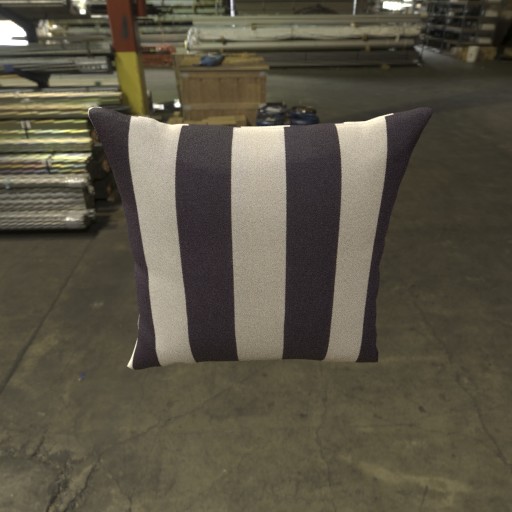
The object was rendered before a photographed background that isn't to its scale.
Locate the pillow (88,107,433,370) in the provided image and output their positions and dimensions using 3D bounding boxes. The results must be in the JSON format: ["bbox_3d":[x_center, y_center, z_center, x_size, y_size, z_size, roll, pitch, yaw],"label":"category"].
[{"bbox_3d":[0.000,0.000,0.803,0.536,0.526,0.189,-1,31,-2],"label":"pillow"}]
